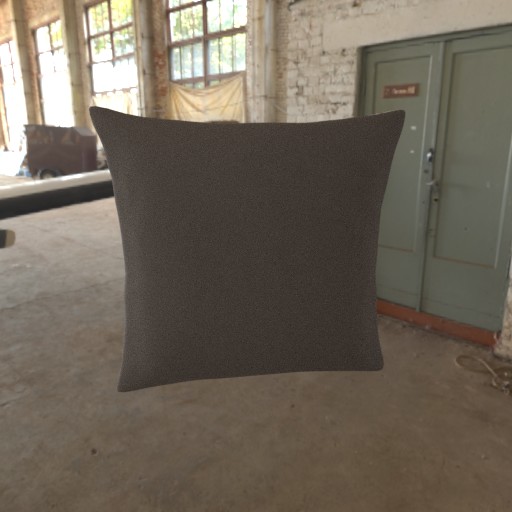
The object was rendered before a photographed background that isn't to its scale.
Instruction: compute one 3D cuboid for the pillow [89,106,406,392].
[{"bbox_3d":[0.000,0.000,0.797,0.526,0.507,0.166,-2,15,-9],"label":"pillow"}]
